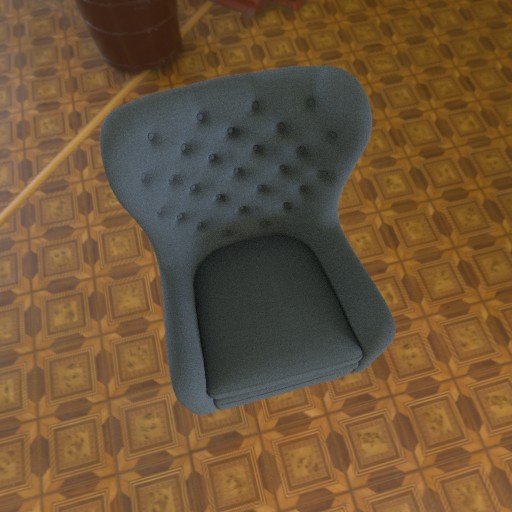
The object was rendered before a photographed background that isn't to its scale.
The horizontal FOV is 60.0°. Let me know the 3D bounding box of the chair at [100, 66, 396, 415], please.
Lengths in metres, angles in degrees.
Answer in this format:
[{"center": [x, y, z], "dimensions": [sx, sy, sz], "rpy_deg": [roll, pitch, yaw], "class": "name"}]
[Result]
[{"center": [0.000, 0.000, 1.712], "dimensions": [0.831, 1.079, 0.930], "rpy_deg": [-14, 65, -7], "class": "chair"}]
